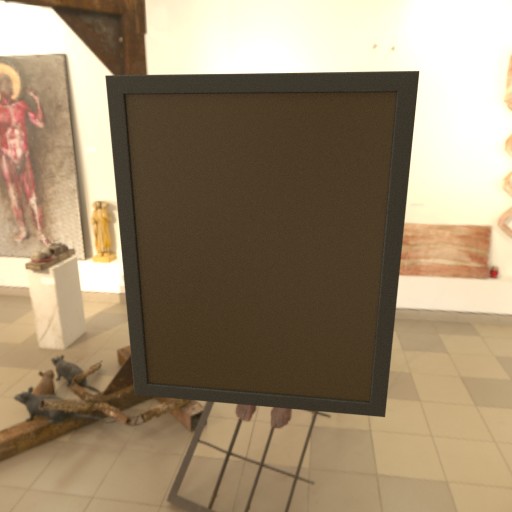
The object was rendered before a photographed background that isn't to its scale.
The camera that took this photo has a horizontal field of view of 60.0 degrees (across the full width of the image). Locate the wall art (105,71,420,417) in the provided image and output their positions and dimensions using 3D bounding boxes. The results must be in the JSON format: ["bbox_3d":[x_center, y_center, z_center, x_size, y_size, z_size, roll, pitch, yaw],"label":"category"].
[{"bbox_3d":[0.000,0.000,0.731,0.457,0.558,0.028,2,17,8],"label":"wall art"}]
